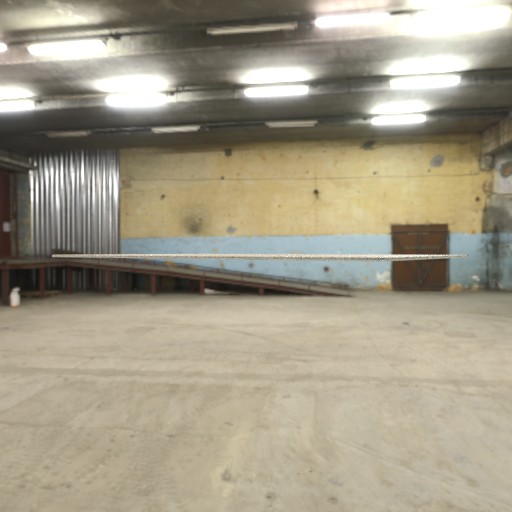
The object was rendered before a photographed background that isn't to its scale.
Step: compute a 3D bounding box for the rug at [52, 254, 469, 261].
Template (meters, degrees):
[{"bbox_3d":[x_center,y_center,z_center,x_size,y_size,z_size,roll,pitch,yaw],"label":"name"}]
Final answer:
[{"bbox_3d":[0.000,0.000,2.912,2.280,0.015,1.521,0,1,36],"label":"rug"}]
